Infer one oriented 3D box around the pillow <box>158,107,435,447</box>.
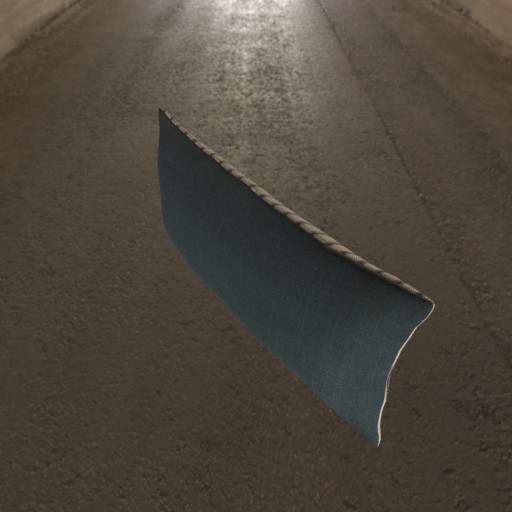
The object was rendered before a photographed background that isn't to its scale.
[{"bbox_3d":[0.000,0.000,0.729,0.151,0.305,0.609,-25,46,-27],"label":"pillow"}]
